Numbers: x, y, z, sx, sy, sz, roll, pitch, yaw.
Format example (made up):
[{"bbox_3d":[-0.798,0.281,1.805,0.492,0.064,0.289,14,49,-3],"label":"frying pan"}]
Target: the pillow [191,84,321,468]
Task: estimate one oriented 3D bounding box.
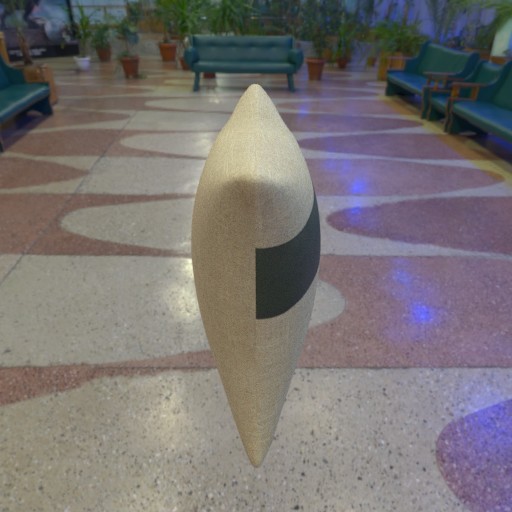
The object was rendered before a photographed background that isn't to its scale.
[{"bbox_3d":[0.000,0.000,0.639,0.173,0.399,0.414,0,31,0],"label":"pillow"}]
